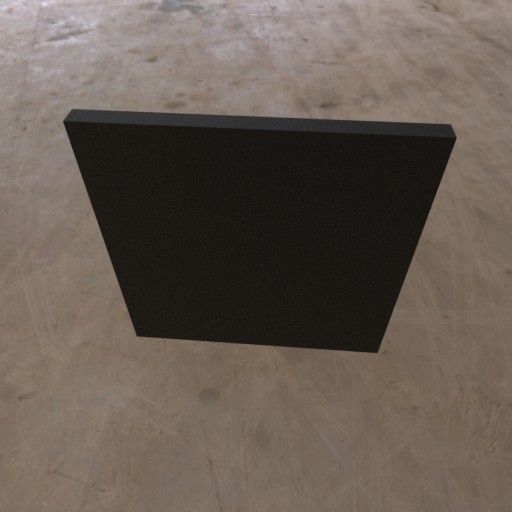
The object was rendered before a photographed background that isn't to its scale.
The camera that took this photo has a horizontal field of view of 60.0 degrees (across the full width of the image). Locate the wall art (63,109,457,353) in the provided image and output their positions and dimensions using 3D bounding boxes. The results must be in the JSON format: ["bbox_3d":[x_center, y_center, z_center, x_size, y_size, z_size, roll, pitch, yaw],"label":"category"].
[{"bbox_3d":[0.000,0.000,0.694,0.462,0.458,0.030,3,46,3],"label":"wall art"}]
